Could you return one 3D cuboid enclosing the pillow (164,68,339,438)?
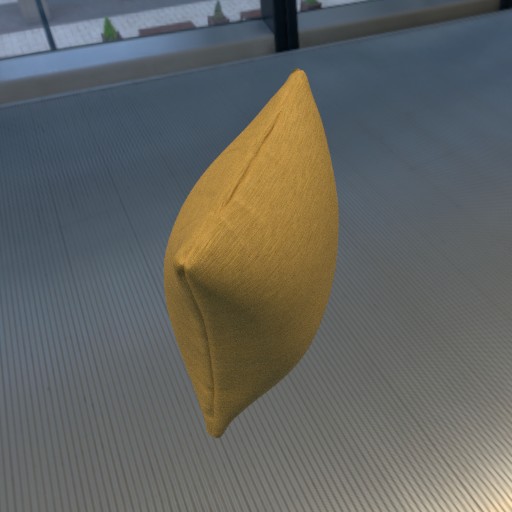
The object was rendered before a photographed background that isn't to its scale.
[{"bbox_3d":[0.000,0.000,0.694,0.247,0.417,0.435,14,49,13],"label":"pillow"}]
